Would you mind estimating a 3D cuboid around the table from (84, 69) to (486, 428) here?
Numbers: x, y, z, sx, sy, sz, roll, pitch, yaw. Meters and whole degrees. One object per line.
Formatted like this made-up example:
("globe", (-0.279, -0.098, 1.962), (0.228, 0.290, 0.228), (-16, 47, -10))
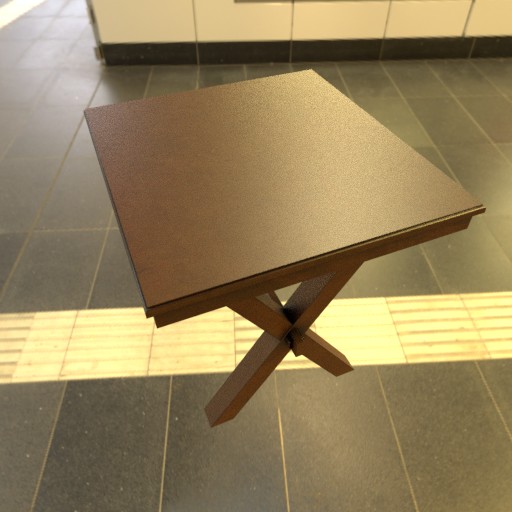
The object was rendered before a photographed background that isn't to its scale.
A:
("table", (0.000, 0.000, 1.034), (0.560, 0.562, 0.602), (-16, 47, -16))
